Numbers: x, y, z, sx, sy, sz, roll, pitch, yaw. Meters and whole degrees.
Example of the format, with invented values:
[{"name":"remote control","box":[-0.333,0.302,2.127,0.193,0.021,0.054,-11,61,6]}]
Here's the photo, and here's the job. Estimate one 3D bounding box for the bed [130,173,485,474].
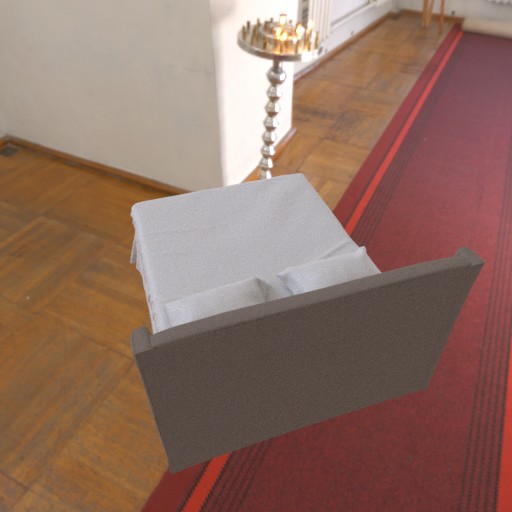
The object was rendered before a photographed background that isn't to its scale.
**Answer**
[{"name":"bed","box":[0.000,0.000,3.414,1.925,1.332,2.276,-13,43,-14]}]
